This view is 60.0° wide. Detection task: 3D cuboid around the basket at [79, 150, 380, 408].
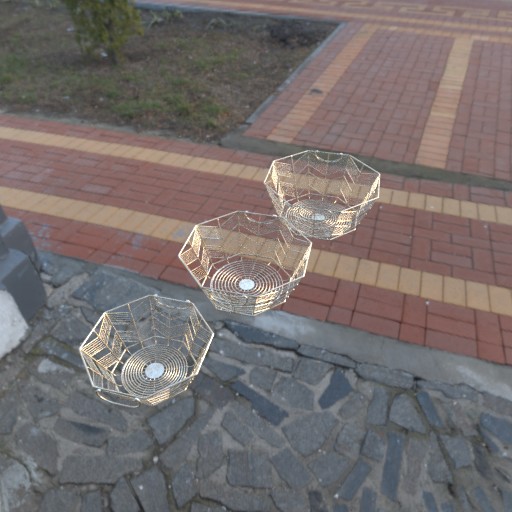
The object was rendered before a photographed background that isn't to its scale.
[{"bbox_3d":[0.000,0.000,1.403,0.432,0.178,1.246,25,47,27],"label":"basket"}]
